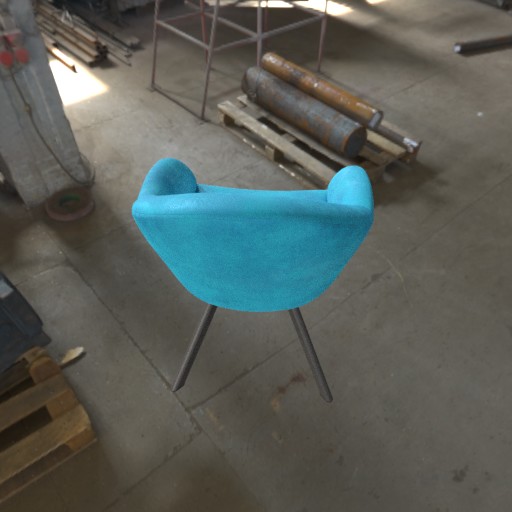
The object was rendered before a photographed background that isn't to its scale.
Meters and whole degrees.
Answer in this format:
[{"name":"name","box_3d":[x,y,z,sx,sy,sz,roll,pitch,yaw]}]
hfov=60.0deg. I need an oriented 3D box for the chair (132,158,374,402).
[{"name":"chair","box_3d":[0.000,0.000,1.189,0.550,0.795,0.590,3,46,3]}]
